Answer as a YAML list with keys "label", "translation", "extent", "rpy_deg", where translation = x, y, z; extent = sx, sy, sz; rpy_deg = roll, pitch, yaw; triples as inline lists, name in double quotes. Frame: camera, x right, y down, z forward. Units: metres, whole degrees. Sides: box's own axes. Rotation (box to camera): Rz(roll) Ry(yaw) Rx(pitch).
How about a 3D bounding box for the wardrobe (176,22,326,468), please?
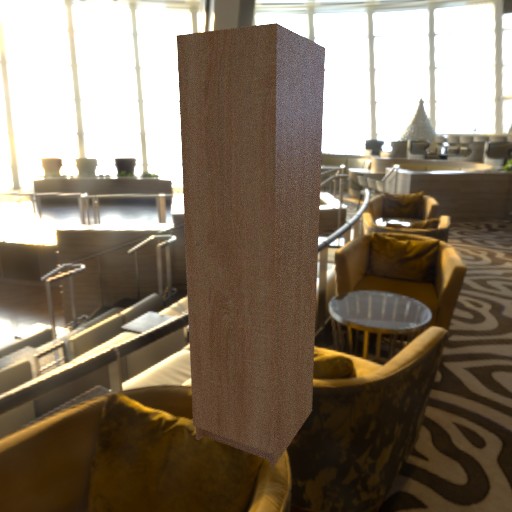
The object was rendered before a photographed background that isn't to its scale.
- label: "wardrobe"
  translation: [0.000, 0.000, 2.392]
  extent: [0.496, 2.117, 0.588]
  rpy_deg: [8, 17, 27]
